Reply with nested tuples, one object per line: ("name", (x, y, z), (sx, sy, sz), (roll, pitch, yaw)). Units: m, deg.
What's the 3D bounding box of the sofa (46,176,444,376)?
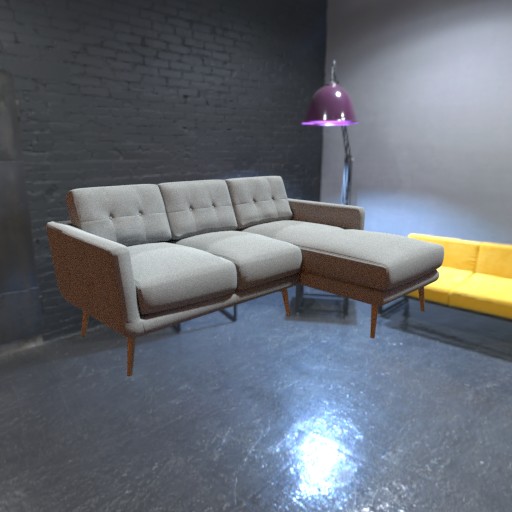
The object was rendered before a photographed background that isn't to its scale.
("sofa", (0.000, 0.000, 2.773), (2.040, 0.860, 1.530), (-13, 19, -42))
